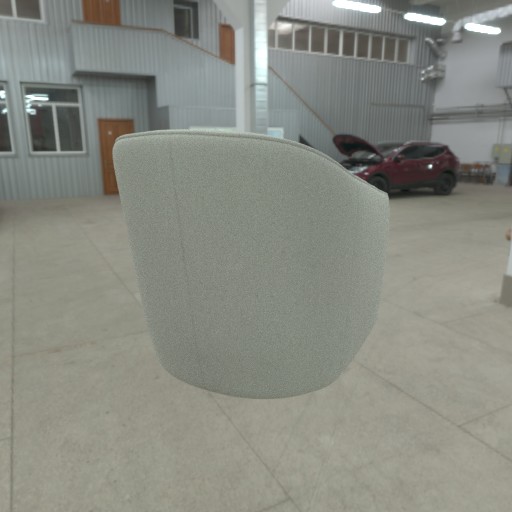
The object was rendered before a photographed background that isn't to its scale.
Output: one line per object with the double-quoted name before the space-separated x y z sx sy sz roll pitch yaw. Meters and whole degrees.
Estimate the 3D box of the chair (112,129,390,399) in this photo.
"chair" 0.000 0.000 1.489 0.747 0.799 0.875 7 16 26
